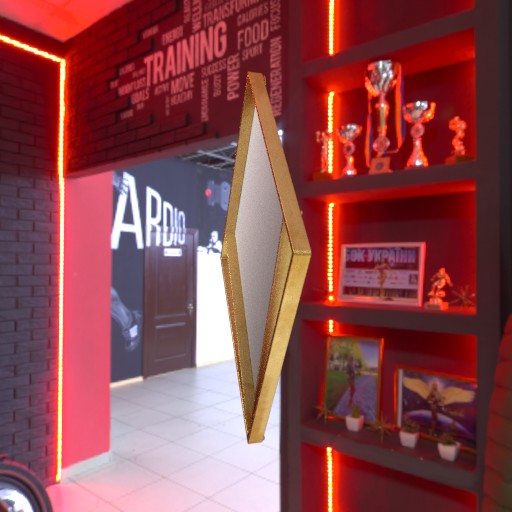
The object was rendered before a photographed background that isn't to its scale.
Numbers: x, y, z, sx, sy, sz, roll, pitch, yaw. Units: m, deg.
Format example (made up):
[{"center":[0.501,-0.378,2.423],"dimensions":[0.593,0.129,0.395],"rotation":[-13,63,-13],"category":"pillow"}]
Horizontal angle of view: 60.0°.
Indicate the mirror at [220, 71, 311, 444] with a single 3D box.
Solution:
[{"center":[0.000,0.000,0.813],"dimensions":[0.032,0.679,0.419],"rotation":[0,-1,-18],"category":"mirror"}]
